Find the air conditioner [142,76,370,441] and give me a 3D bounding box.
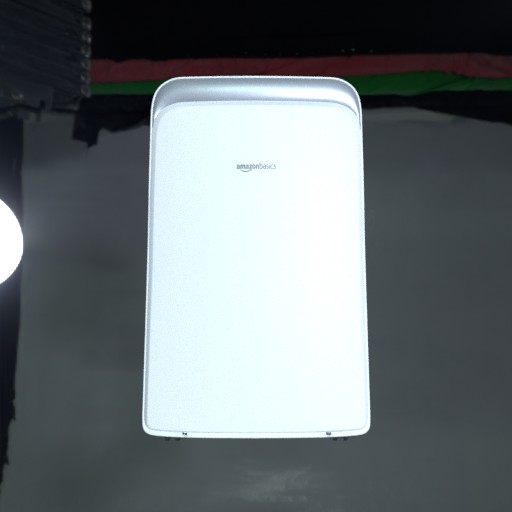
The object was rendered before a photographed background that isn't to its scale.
[{"bbox_3d":[0.000,0.000,1.076,0.478,0.765,0.467,0,0,0],"label":"air conditioner"}]
